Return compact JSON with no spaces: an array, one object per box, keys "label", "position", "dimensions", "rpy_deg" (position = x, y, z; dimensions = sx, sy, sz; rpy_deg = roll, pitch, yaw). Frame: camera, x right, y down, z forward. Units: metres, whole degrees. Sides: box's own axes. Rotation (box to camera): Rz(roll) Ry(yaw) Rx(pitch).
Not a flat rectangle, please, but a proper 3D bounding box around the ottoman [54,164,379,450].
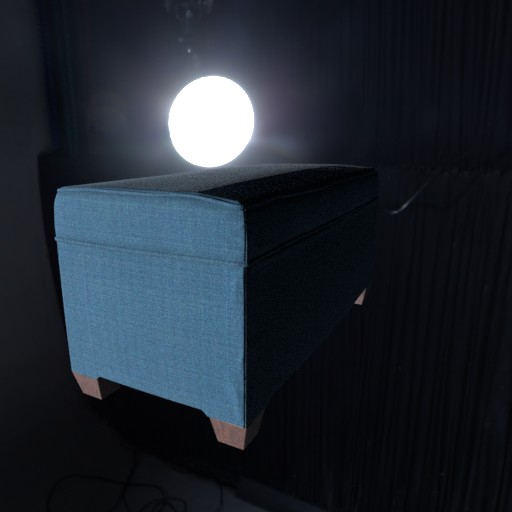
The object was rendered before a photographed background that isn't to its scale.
[{"label":"ottoman","position":[0.000,0.000,1.217],"dimensions":[0.474,0.474,0.943],"rpy_deg":[7,16,27]}]
